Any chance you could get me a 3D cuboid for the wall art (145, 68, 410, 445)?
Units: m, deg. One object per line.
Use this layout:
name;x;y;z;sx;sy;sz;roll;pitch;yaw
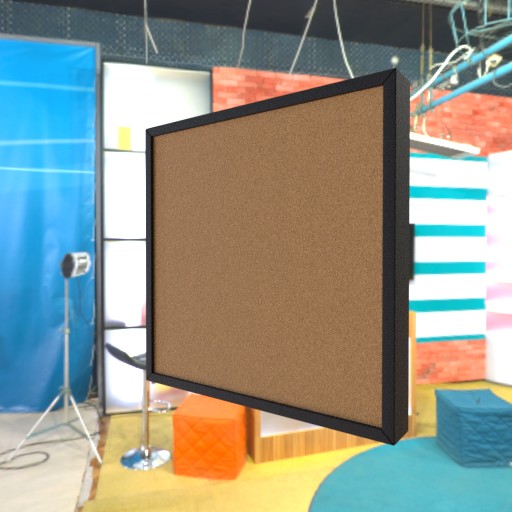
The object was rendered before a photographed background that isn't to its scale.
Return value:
wall art;0.000;0.000;0.461;0.305;0.305;0.037;1;1;36
